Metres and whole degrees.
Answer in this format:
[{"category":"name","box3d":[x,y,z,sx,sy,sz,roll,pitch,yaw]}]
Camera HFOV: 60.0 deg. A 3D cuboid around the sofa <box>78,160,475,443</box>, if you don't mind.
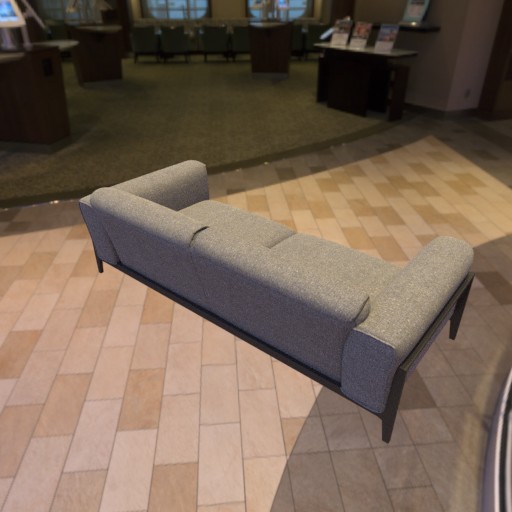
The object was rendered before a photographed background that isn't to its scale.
[{"category":"sofa","box3d":[0.000,0.000,2.563,2.125,0.703,0.985,23,38,33]}]
